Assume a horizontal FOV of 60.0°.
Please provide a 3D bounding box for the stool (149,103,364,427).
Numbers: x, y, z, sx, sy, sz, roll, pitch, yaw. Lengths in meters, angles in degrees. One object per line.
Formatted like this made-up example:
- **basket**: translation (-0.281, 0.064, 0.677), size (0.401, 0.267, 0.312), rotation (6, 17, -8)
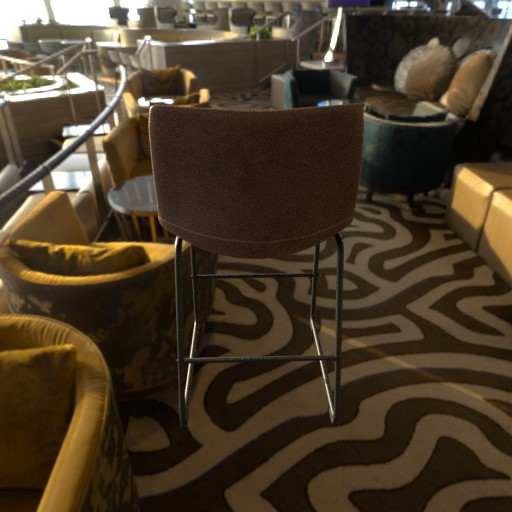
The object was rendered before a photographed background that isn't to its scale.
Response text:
- **stool**: translation (0.000, 0.000, 1.203), size (0.460, 0.890, 0.550), rotation (-1, 30, -2)
